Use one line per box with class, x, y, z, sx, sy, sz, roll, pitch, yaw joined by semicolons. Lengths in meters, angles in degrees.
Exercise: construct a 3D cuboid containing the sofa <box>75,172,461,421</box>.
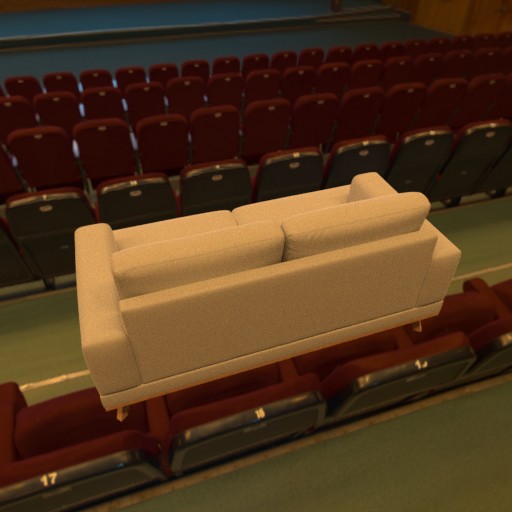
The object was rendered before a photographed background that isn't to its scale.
sofa;0.000;0.000;2.148;1.651;0.810;0.915;-13;42;-14
